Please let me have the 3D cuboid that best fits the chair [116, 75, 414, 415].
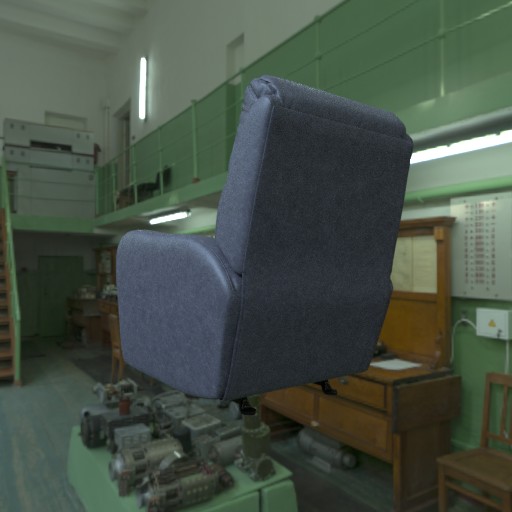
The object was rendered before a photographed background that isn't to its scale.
[{"bbox_3d":[0.000,0.000,1.819,0.865,1.067,1.067,1,-1,-36],"label":"chair"}]
